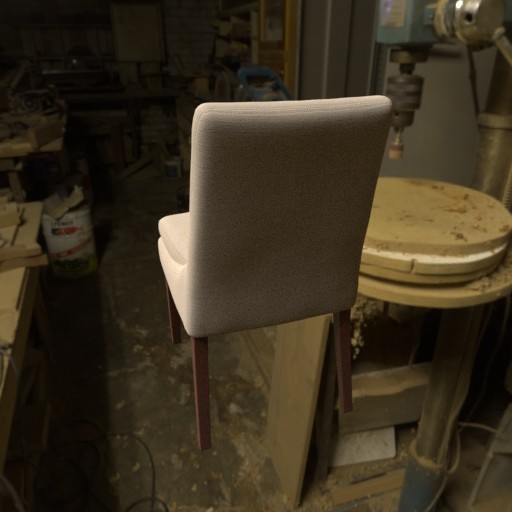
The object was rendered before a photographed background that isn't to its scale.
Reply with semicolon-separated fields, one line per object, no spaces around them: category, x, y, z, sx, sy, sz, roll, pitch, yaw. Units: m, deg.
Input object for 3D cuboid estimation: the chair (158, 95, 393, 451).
chair;0.000;0.000;1.301;0.515;0.940;0.638;-8;28;-16
